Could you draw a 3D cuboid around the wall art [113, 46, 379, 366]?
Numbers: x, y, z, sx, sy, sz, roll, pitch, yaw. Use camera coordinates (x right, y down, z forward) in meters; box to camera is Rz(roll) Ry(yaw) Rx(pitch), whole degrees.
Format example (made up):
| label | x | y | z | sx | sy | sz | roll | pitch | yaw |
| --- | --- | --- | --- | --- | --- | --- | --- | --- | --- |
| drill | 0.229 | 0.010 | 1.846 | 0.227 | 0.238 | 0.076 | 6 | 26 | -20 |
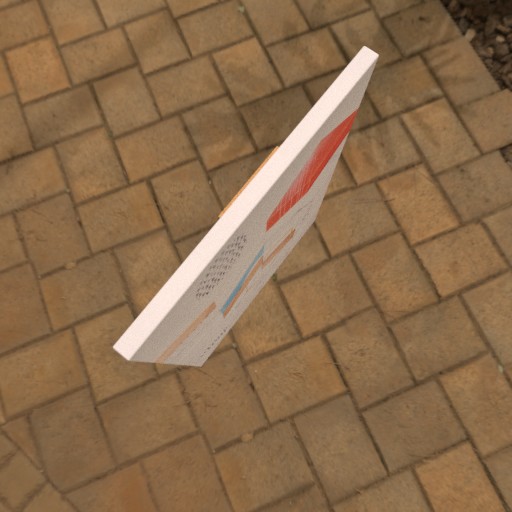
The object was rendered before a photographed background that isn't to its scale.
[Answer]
| label | x | y | z | sx | sy | sz | roll | pitch | yaw |
| --- | --- | --- | --- | --- | --- | --- | --- | --- | --- |
| wall art | 0.000 | 0.000 | 1.310 | 0.045 | 1.014 | 0.759 | 37 | 78 | 9 |
